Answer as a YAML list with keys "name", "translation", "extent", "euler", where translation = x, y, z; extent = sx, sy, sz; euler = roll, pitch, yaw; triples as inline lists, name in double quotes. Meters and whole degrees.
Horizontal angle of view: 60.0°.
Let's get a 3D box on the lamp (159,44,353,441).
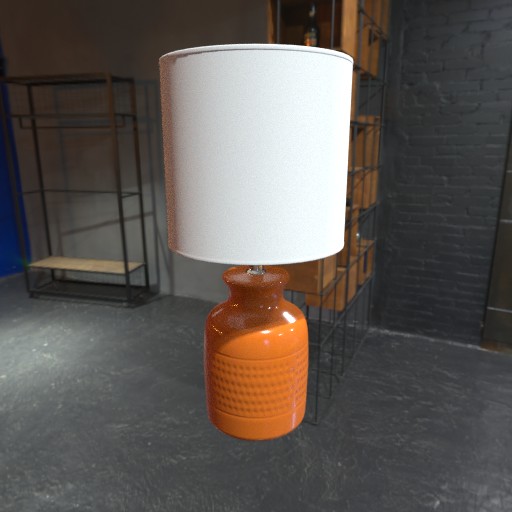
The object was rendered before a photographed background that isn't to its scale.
- name: "lamp"
  translation: [0.000, 0.000, 1.083]
  extent: [0.418, 0.871, 0.418]
  euler: [8, 17, 27]
